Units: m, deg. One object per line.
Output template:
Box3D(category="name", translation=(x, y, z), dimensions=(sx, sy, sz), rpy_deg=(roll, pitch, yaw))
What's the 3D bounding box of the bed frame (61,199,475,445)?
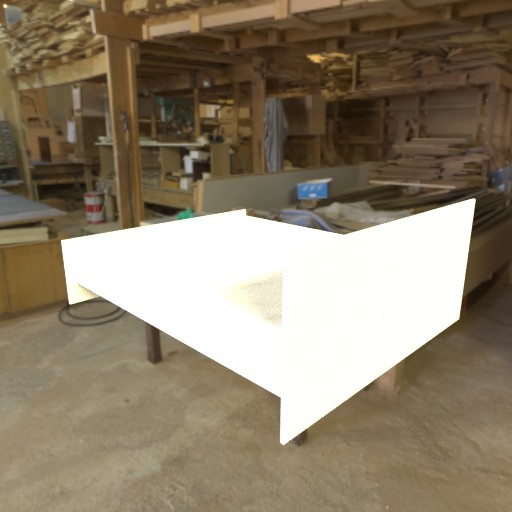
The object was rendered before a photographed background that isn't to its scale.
Box3D(category="bed frame", translation=(0.000, 0.000, 2.933), dimensions=(1.720, 0.800, 2.060), rpy_deg=(-15, 22, -42))
